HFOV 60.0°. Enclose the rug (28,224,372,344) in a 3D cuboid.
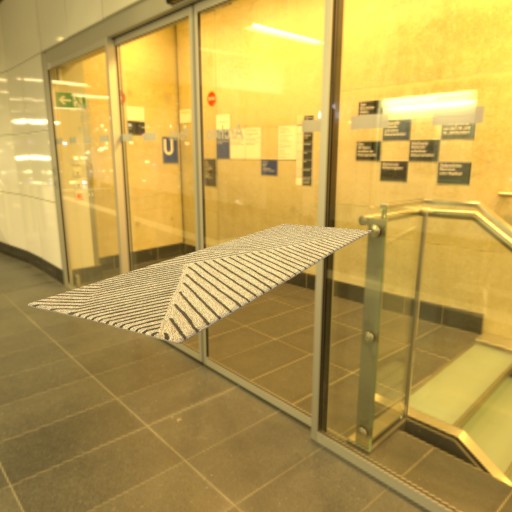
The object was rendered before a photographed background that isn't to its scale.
[{"bbox_3d":[0.000,0.000,2.645,0.773,0.020,2.439,7,15,28],"label":"rug"}]
